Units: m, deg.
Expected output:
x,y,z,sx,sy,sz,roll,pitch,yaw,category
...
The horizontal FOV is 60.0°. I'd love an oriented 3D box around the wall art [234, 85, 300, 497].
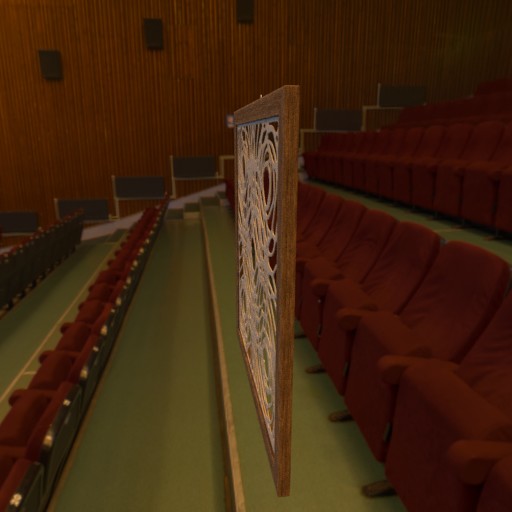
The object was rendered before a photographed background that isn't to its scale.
x,y,z,sx,sy,sz,roll,pitch,yaw,category
0.000,0.000,0.836,0.021,0.576,0.561,-2,15,-8,wall art
